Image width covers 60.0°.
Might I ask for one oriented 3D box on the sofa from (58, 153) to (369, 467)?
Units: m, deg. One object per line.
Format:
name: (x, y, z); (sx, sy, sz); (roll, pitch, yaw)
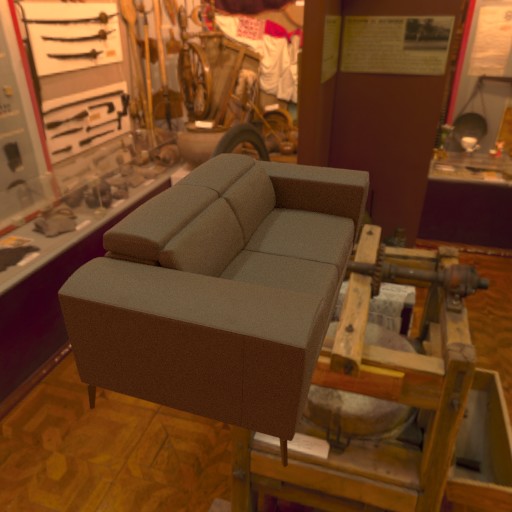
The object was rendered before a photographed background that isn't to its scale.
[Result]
sofa: (0.000, 0.000, 2.441); (1.003, 0.779, 1.895); (9, 30, 16)
